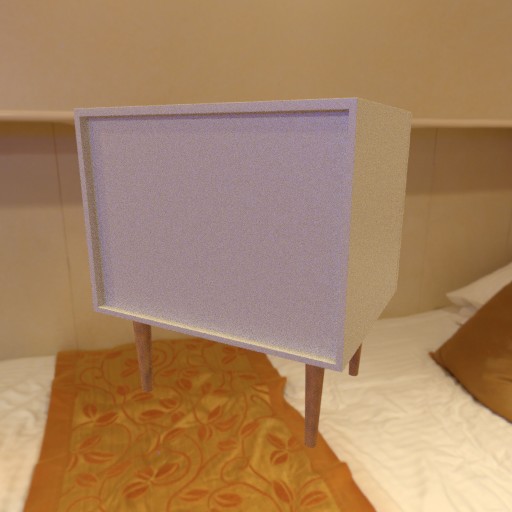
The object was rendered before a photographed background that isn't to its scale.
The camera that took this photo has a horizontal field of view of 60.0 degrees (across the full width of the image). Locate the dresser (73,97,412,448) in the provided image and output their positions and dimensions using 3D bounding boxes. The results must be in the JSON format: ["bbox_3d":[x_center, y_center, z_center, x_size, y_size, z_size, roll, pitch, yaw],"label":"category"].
[{"bbox_3d":[0.000,0.000,0.911,0.503,0.568,0.414,8,17,27],"label":"dresser"}]
